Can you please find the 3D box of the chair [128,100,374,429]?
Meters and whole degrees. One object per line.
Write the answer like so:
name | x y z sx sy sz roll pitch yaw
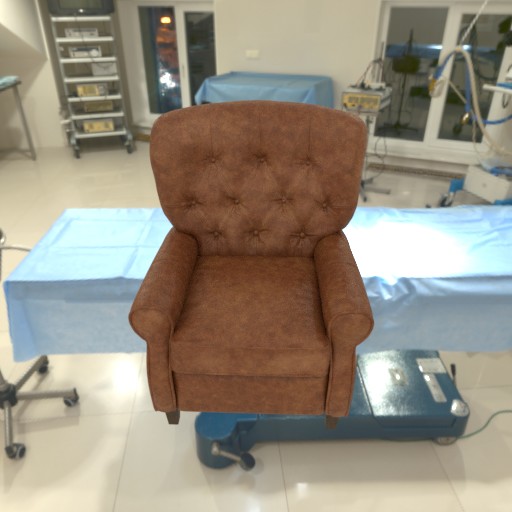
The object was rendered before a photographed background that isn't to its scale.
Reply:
chair | 0.000 0.000 1.953 0.951 1.164 1.059 1 30 2
